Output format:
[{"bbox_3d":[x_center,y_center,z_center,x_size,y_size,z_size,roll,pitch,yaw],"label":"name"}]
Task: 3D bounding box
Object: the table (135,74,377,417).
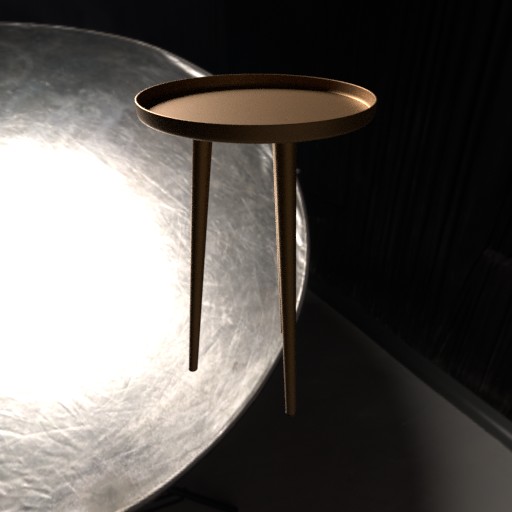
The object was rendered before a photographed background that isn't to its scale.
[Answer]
[{"bbox_3d":[0.000,0.000,0.685,0.299,0.480,0.299,-19,36,-28],"label":"table"}]
